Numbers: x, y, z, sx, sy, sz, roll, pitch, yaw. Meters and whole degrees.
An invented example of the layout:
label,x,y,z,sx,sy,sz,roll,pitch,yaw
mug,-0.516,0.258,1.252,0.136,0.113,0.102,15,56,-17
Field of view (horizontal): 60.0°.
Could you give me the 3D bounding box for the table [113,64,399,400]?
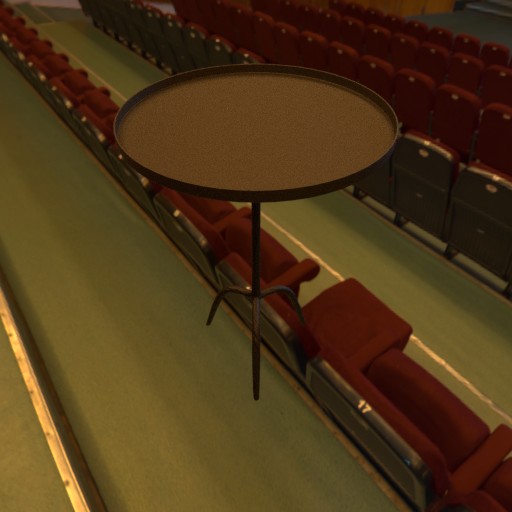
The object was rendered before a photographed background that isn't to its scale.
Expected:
label,x,y,z,sx,sy,sz,roll,pitch,yaw
table,0.000,0.000,1.036,0.502,0.700,0.502,-26,48,-26
